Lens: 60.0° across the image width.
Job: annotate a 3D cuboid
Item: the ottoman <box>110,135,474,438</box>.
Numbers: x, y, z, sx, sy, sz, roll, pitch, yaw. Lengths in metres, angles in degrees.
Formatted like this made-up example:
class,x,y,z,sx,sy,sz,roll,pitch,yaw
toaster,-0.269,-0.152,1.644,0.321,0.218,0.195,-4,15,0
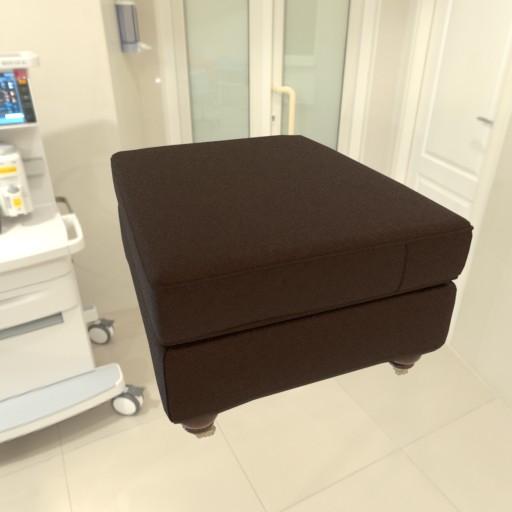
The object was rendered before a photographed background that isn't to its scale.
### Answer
class,x,y,z,sx,sy,sz,roll,pitch,yaw
ottoman,0.000,0.000,1.781,0.967,0.730,1.187,-10,30,-18
